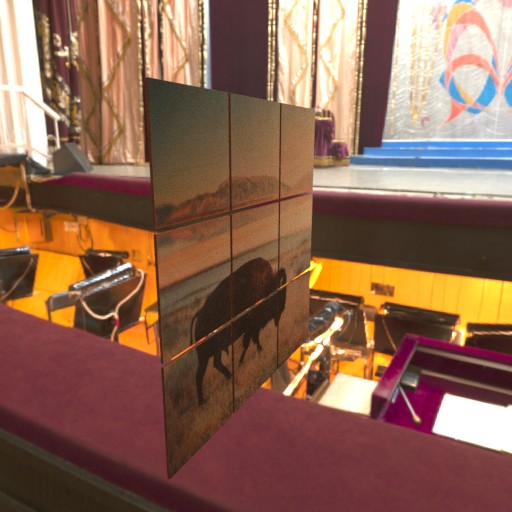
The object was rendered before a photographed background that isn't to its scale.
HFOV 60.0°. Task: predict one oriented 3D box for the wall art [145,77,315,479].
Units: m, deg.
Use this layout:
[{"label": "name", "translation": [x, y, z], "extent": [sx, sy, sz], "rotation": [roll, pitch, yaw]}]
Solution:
[{"label": "wall art", "translation": [0.000, 0.000, 2.277], "extent": [0.019, 1.532, 1.533], "rotation": [7, 16, 27]}]
